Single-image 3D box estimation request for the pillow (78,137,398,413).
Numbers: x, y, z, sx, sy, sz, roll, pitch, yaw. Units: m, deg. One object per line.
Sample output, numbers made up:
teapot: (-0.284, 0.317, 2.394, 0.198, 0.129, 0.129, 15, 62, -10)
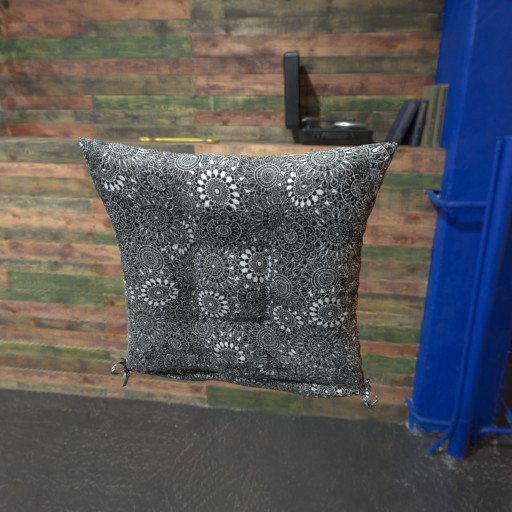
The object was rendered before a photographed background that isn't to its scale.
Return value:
pillow: (0.000, 0.000, 0.991, 0.541, 0.536, 0.585, 3, 18, 9)
